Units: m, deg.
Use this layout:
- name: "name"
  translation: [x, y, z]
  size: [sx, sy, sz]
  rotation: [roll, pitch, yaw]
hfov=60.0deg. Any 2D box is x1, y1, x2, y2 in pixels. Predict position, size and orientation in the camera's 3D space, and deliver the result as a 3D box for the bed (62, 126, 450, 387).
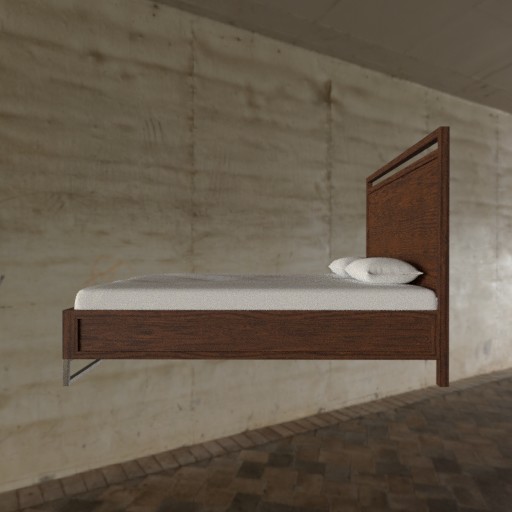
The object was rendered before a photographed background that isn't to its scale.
- name: "bed"
  translation: [0.000, 0.000, 3.414]
  size: [2.218, 1.487, 1.765]
  rotation: [0, 0, 0]
